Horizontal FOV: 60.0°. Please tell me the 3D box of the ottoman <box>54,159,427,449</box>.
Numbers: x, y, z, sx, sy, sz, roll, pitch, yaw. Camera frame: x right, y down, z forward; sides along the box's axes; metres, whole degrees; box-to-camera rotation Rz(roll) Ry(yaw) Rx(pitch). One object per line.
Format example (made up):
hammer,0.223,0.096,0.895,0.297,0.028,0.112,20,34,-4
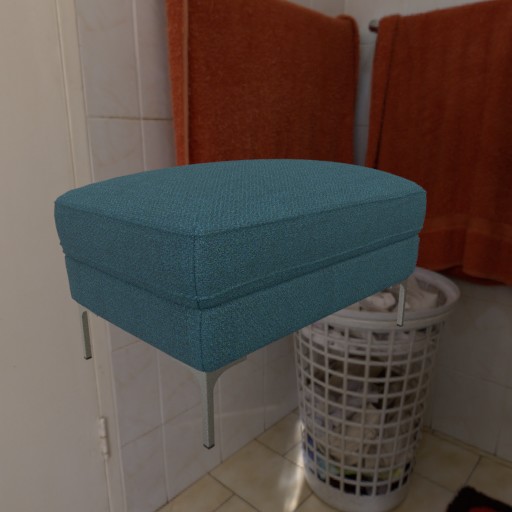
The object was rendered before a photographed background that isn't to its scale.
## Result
ottoman,0.000,0.000,1.186,0.563,0.498,0.856,14,21,42
